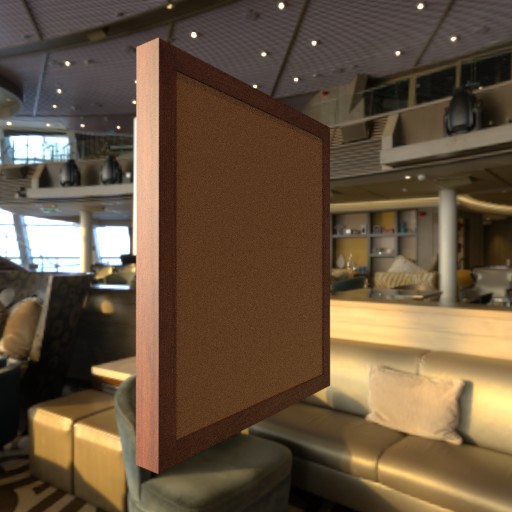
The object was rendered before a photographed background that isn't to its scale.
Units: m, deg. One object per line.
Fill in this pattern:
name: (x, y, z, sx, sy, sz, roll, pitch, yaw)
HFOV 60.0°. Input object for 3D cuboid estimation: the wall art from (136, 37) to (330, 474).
wall art: (0.000, 0.000, 0.529, 0.030, 0.381, 0.330, 0, 0, 36)
